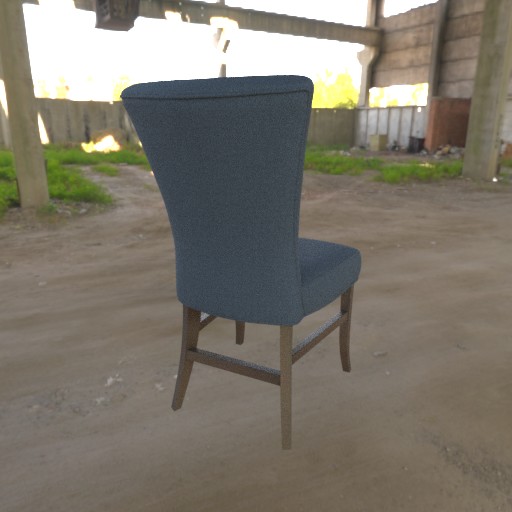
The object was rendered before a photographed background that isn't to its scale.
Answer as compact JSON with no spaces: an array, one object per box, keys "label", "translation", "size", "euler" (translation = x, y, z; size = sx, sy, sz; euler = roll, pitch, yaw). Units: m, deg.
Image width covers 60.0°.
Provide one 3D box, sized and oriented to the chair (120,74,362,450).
[{"label":"chair","translation":[0.000,0.000,1.380],"size":[0.520,0.991,0.660],"euler":[8,19,26]}]
